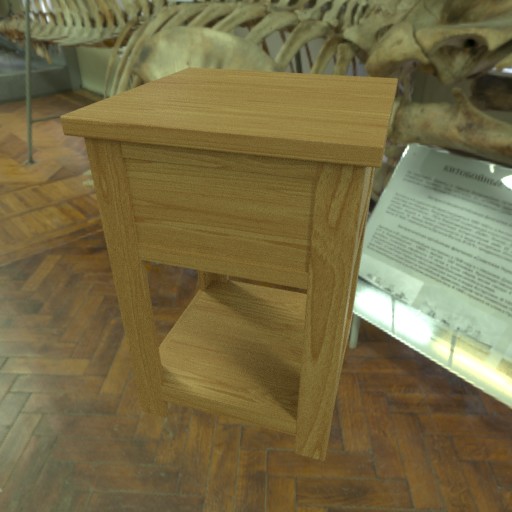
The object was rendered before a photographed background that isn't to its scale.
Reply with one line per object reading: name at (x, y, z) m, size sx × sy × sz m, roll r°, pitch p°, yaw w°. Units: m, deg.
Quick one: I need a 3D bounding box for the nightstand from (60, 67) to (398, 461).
nightstand at (0.000, 0.000, 0.876) m, size 0.428 × 0.614 × 0.418 m, roll 9°, pitch 33°, yaw 15°
